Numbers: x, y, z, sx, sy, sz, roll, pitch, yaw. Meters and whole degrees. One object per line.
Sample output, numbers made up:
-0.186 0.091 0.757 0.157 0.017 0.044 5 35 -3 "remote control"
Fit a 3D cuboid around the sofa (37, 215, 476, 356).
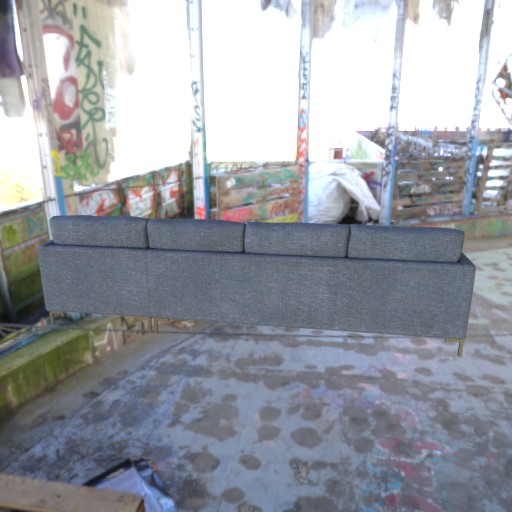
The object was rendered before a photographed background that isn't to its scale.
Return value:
0.000 0.000 3.536 2.932 0.810 1.350 3 17 9 "sofa"
